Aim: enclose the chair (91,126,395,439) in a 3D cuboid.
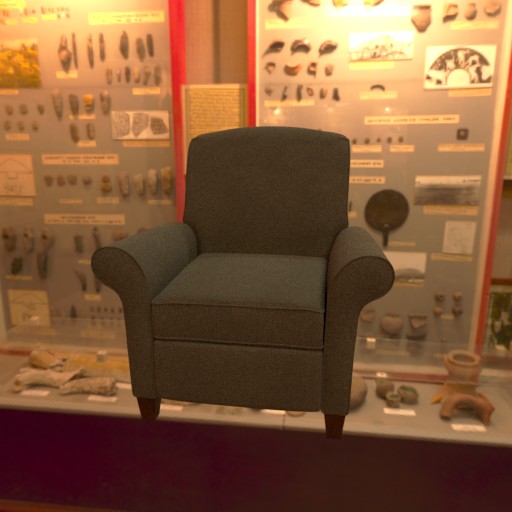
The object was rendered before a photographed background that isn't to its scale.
[{"bbox_3d":[0.000,0.000,1.827,0.978,1.061,0.905,2,14,9],"label":"chair"}]
